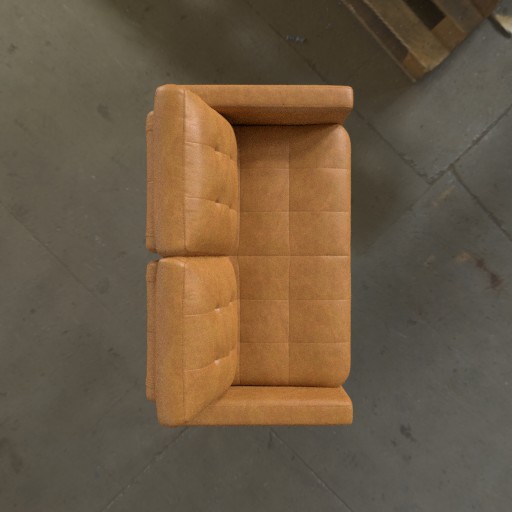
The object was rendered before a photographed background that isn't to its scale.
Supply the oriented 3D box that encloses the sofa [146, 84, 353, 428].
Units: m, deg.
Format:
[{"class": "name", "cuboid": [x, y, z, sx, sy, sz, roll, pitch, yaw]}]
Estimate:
[{"class": "sofa", "cuboid": [0.000, 0.000, 1.959, 0.868, 0.898, 1.430, 0, 90, 0]}]
